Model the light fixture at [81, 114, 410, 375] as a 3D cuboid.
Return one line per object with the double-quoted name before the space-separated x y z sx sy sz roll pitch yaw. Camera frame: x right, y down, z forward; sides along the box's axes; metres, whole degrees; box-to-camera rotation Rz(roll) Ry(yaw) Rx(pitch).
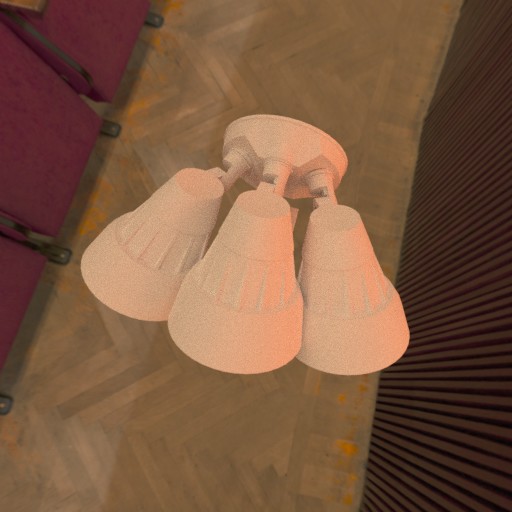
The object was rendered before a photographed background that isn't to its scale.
"light fixture" 0.000 0.000 0.531 0.369 0.237 0.278 15 75 4
